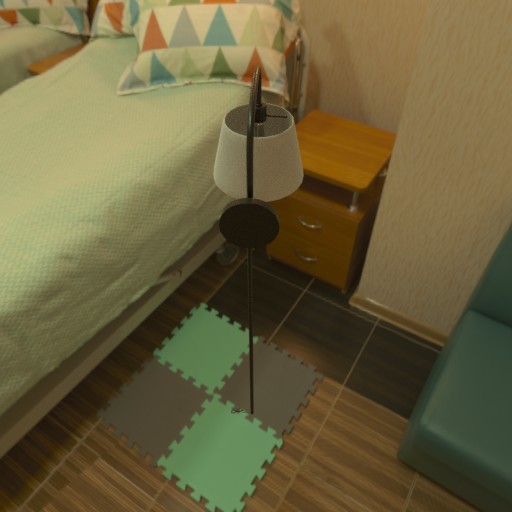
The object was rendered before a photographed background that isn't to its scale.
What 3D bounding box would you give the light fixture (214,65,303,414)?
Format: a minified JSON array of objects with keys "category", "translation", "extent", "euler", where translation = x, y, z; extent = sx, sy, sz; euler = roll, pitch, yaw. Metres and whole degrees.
[{"category":"light fixture","translation":[0.000,0.000,0.481],"extent":[0.092,0.399,0.176],"euler":[2,46,2]}]
